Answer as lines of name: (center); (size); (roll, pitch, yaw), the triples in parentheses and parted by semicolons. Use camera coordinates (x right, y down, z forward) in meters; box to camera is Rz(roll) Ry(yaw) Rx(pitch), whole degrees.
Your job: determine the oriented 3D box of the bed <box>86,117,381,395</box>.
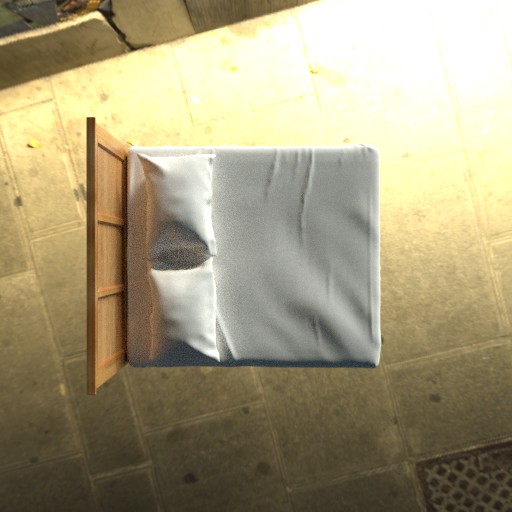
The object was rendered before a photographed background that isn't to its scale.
bed: (0.000, 0.000, 3.250); (2.035, 1.273, 1.870); (0, 90, 1)
